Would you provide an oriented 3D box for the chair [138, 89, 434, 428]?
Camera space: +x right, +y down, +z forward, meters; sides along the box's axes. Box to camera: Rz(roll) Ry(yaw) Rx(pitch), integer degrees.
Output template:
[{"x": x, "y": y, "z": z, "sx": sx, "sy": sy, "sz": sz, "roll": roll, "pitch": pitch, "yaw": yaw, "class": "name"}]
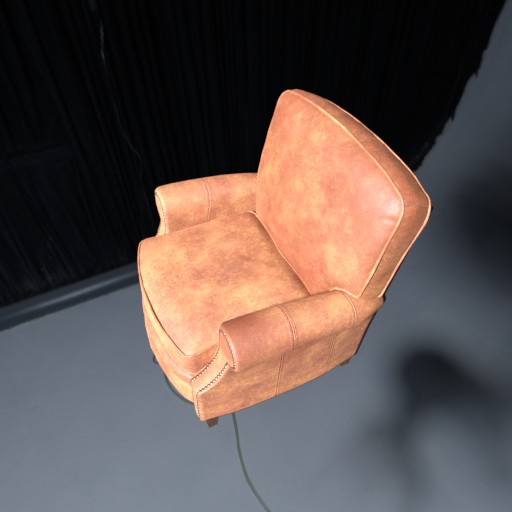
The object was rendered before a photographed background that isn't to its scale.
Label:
[{"x": 0.000, "y": 0.000, "z": 1.777, "sx": 0.986, "sy": 1.018, "sz": 0.936, "roll": -18, "pitch": 49, "yaw": -17, "class": "chair"}]
